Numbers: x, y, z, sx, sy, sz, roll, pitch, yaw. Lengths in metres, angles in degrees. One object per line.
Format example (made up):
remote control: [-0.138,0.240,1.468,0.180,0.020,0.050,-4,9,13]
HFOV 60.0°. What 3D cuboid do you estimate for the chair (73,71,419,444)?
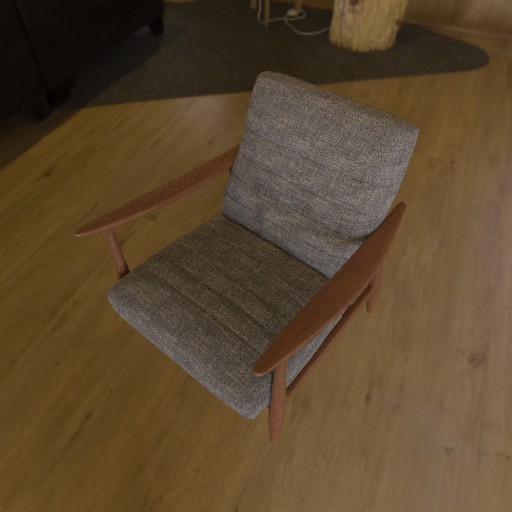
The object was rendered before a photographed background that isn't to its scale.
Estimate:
chair: [0.000,0.000,1.439,0.741,0.832,0.798,32,55,26]
